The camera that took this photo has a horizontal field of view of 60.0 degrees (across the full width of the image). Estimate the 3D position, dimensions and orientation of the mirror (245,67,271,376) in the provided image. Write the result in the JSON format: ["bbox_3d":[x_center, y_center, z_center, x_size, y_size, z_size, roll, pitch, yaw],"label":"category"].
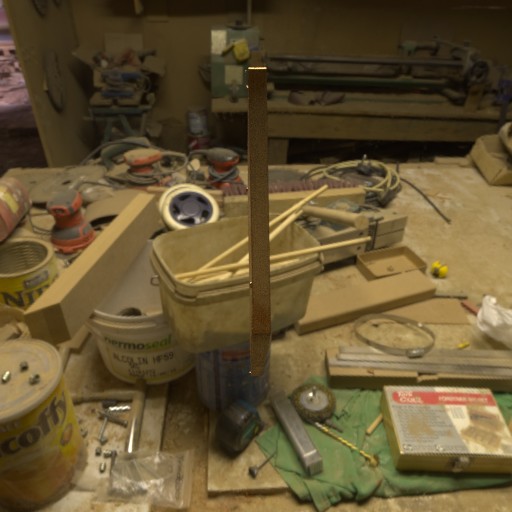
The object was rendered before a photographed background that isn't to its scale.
[{"bbox_3d":[0.000,0.000,0.853,0.032,0.679,0.419,-1,34,-2],"label":"mirror"}]
